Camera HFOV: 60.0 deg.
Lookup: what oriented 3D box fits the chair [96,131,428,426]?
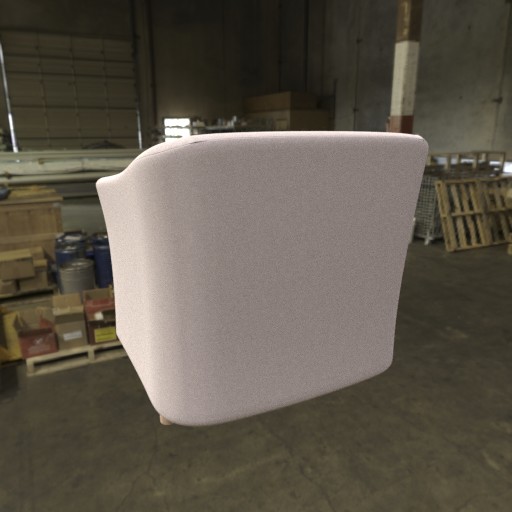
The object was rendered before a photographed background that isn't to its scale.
[{"bbox_3d":[0.000,0.000,1.332,0.790,0.720,0.700,-8,17,-26],"label":"chair"}]
